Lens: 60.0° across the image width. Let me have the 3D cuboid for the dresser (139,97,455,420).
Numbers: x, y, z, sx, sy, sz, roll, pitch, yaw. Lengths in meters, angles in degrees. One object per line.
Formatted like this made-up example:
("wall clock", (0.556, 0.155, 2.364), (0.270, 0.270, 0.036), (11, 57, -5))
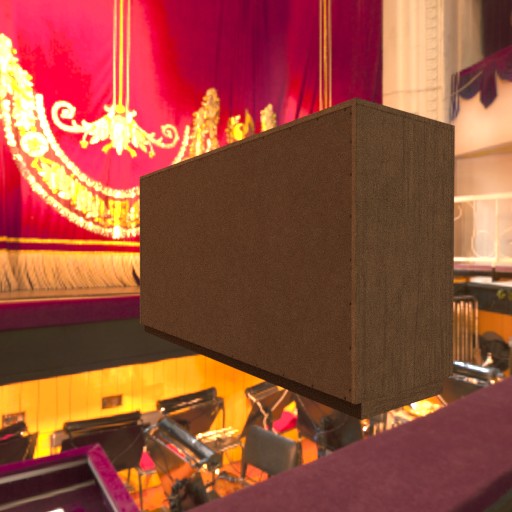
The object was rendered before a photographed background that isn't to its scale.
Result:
("dresser", (0.000, 0.000, 2.015), (0.483, 0.889, 1.628), (-1, 1, -35))
